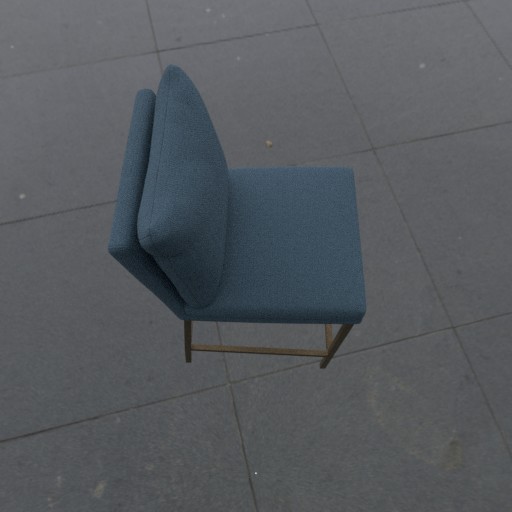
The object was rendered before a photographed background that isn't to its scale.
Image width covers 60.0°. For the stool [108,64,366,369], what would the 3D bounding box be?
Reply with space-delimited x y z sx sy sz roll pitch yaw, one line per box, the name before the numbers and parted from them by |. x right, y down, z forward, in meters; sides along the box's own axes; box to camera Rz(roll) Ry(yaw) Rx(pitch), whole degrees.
stool | 0.000 0.000 1.331 0.568 1.032 0.463 1 64 0
